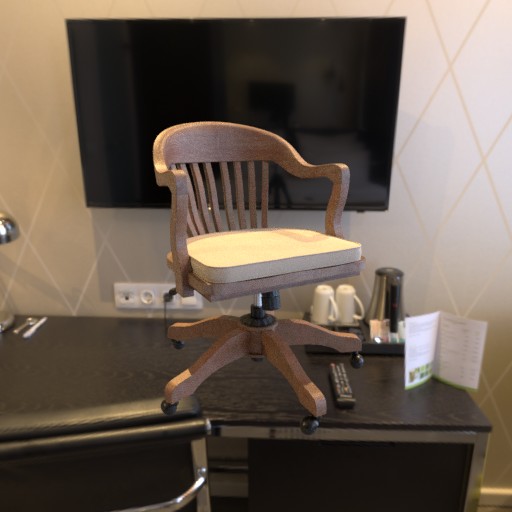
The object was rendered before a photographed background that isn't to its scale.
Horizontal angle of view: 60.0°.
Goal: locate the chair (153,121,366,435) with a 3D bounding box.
[{"bbox_3d":[0.000,0.000,1.488,0.750,0.878,0.788,-8,17,-27],"label":"chair"}]
